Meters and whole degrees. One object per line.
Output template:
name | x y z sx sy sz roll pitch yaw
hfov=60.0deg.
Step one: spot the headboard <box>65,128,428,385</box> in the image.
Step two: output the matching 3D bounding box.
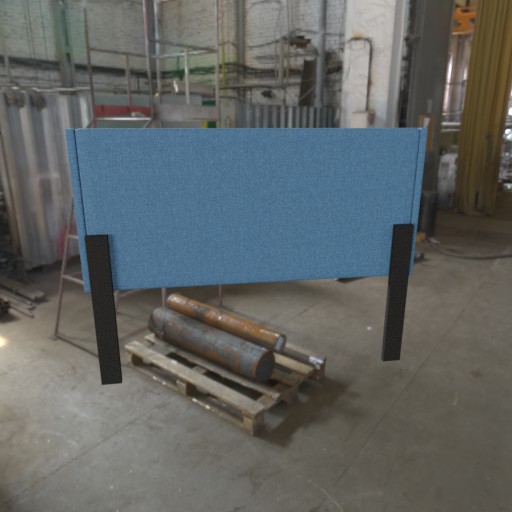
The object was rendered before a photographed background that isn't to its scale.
headboard | 0.000 0.000 2.751 2.051 1.524 0.184 -3 17 -8
